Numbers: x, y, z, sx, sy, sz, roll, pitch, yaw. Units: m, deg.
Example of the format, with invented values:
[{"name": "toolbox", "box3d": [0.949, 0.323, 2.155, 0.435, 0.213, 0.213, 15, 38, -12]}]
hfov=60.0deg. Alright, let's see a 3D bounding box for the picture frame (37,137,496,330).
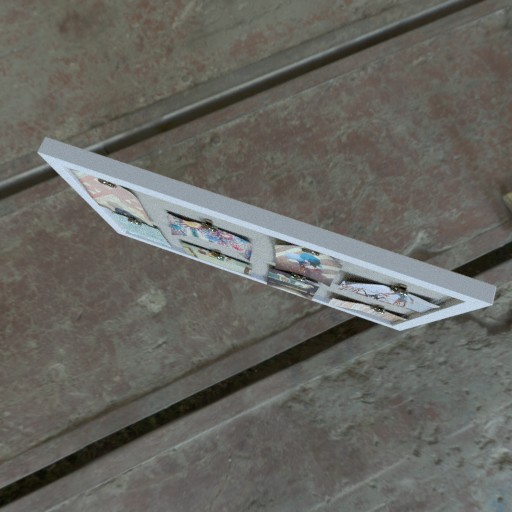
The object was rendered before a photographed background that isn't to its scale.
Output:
[{"name": "picture frame", "box3d": [0.000, 0.000, 0.778, 0.647, 0.379, 0.044, 19, 76, 5]}]
